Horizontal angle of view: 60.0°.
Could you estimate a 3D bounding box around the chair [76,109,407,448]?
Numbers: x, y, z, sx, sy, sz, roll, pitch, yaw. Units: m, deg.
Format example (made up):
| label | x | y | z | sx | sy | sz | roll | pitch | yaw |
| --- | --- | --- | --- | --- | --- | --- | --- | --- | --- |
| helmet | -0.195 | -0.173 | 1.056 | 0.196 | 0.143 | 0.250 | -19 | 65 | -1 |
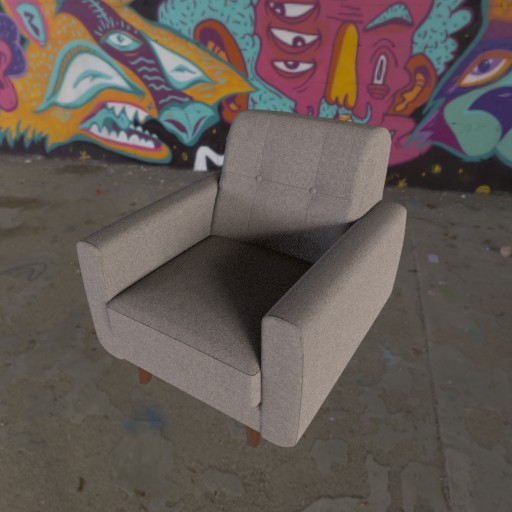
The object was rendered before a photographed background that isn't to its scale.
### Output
| label | x | y | z | sx | sy | sz | roll | pitch | yaw |
| --- | --- | --- | --- | --- | --- | --- | --- | --- | --- |
| chair | 0.000 | 0.000 | 1.581 | 0.831 | 0.839 | 0.907 | 18 | 35 | 28 |
